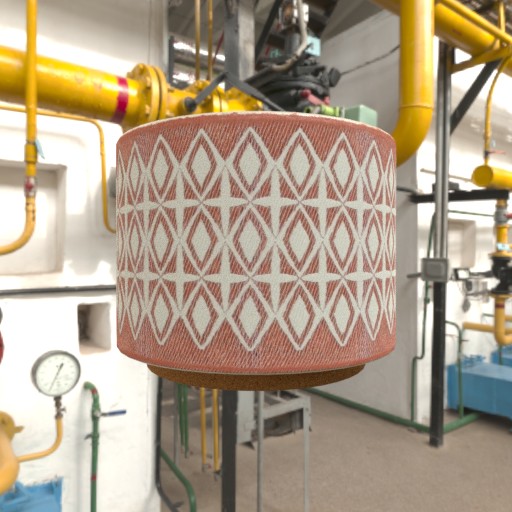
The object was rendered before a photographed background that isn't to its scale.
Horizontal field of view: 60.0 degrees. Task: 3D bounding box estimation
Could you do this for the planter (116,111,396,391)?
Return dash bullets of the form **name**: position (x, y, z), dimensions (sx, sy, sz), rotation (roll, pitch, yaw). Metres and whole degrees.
- **planter**: position (0.000, 0.000, 0.319), dimensions (0.192, 0.148, 0.192), rotation (0, 1, 0)
